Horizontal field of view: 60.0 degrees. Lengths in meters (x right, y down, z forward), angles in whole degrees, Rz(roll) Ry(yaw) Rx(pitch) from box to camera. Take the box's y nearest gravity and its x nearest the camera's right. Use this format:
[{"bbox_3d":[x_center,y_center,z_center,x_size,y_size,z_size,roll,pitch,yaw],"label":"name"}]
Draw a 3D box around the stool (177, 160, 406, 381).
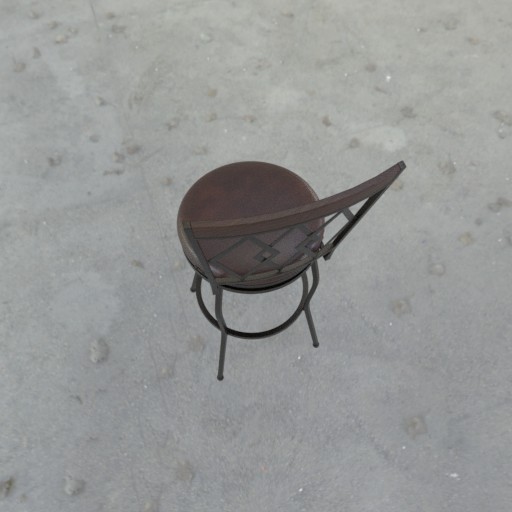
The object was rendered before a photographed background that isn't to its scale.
[{"bbox_3d":[0.000,0.000,1.359,0.432,1.134,0.521,-17,61,-10],"label":"stool"}]
